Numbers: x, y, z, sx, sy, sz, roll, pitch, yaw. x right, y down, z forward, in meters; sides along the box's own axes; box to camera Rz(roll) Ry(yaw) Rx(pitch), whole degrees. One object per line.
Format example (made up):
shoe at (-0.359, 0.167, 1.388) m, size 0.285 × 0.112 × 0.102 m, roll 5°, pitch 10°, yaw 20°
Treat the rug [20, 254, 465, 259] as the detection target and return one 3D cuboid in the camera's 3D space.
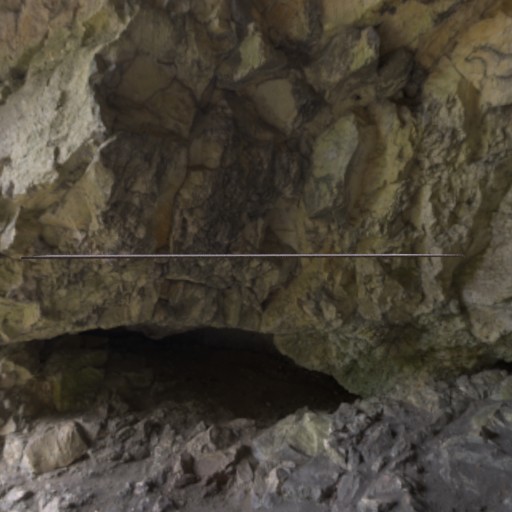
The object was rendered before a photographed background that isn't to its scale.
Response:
rug at (0.000, 0.000, 2.709) m, size 2.452 × 0.012 × 0.775 m, roll 0°, pitch 1°, yaw -18°
